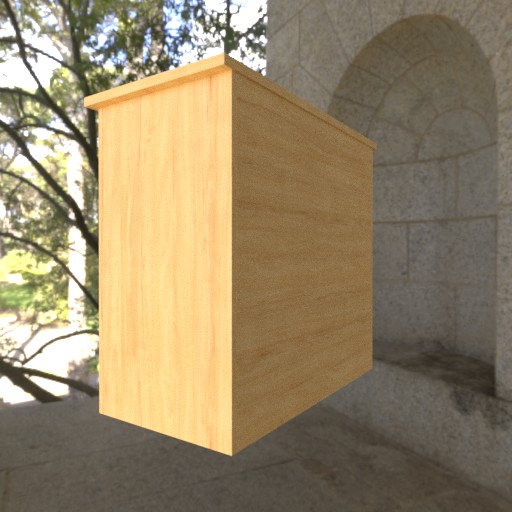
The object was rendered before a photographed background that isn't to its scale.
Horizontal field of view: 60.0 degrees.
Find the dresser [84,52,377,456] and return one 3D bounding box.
[{"bbox_3d":[0.000,0.000,1.234,0.410,0.730,0.800,0,0,34],"label":"dresser"}]
